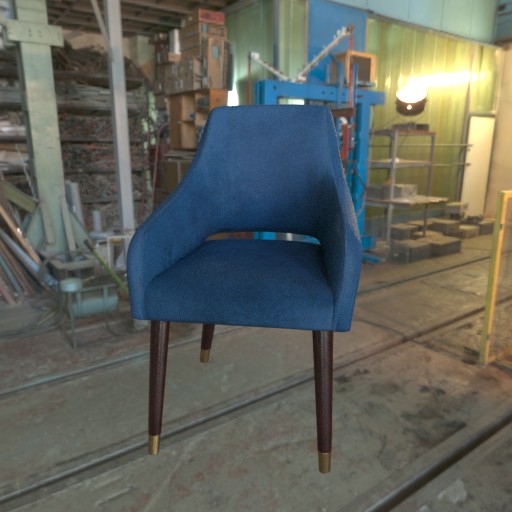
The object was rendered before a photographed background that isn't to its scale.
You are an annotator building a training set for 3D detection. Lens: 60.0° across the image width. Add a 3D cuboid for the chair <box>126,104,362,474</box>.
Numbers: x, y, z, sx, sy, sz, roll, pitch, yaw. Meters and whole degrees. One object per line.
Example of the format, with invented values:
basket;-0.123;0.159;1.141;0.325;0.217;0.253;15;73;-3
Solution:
chair;0.000;0.000;1.568;0.683;1.081;0.794;2;14;9
